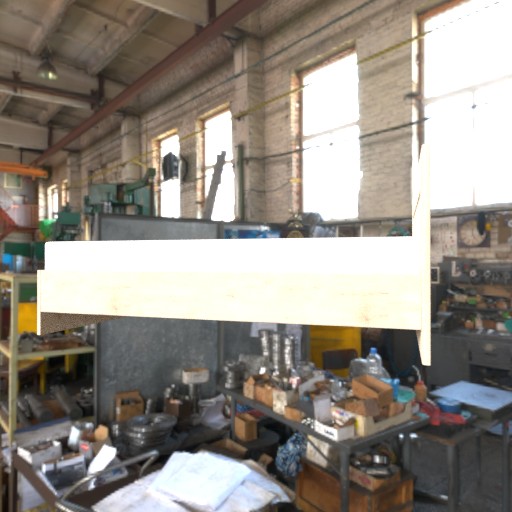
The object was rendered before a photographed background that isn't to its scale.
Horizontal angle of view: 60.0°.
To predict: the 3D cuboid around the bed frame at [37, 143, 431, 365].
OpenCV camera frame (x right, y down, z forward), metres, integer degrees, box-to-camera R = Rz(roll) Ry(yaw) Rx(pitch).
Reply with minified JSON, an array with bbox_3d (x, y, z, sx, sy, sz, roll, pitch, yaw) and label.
[{"bbox_3d":[0.000,0.000,2.973,2.080,0.900,1.800,0,0,18],"label":"bed frame"}]
